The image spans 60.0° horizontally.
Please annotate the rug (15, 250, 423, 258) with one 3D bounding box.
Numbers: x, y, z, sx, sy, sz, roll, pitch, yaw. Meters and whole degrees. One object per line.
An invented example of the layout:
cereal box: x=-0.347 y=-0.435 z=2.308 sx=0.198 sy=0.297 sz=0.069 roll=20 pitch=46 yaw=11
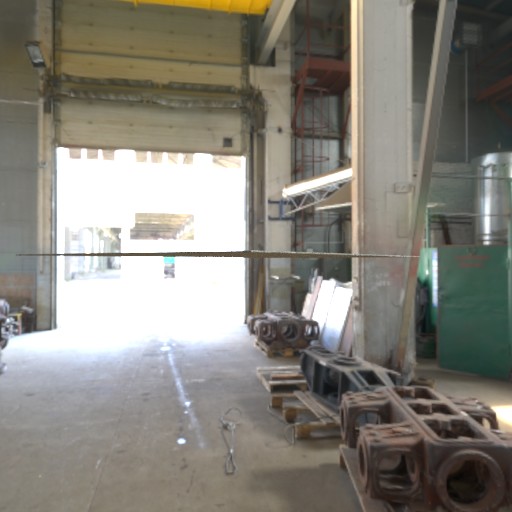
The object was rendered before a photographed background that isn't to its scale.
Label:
rug: x=0.000 y=0.000 z=2.856 sx=1.521 sy=0.006 sz=2.283 roll=0 pitch=-1 yaw=34
